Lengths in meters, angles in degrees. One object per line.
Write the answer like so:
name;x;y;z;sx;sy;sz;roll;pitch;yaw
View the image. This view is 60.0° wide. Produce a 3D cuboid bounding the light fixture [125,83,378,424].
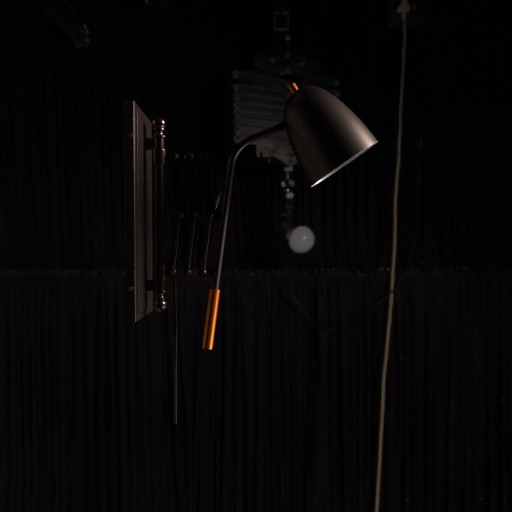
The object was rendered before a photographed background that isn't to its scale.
light fixture;0.000;0.000;0.926;0.499;0.715;0.162;0;1;-1
